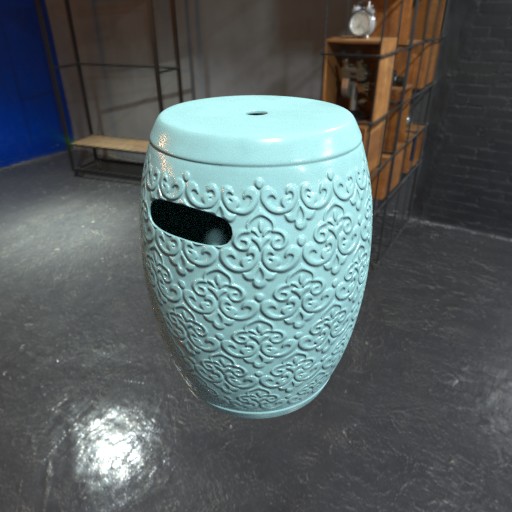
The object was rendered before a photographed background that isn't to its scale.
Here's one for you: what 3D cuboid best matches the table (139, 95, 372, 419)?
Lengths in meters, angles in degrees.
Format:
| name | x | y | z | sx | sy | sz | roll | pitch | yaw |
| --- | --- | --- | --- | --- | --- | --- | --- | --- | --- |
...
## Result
| name | x | y | z | sx | sy | sz | roll | pitch | yaw |
| --- | --- | --- | --- | --- | --- | --- | --- | --- | --- |
| table | 0.000 | 0.000 | 0.625 | 0.309 | 0.397 | 0.309 | 0 | 30 | 0 |
